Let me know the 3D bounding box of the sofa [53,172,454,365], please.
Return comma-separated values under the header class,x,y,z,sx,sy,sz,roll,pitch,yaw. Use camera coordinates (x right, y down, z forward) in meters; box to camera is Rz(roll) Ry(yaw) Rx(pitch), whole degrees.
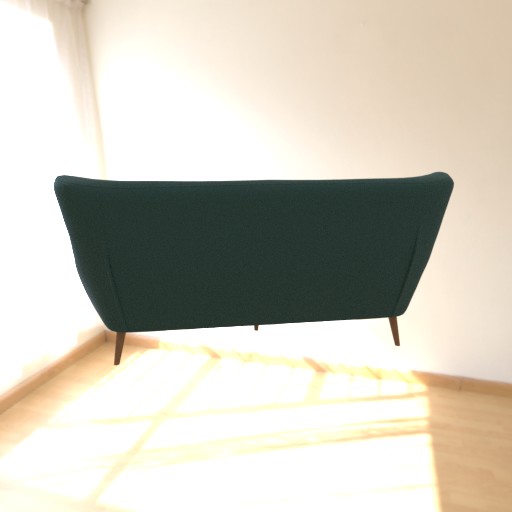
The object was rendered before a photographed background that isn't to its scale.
class,x,y,z,sx,sy,sz,roll,pitch,yaw
sofa,0.000,0.000,2.356,1.930,0.890,0.889,-2,14,-8
